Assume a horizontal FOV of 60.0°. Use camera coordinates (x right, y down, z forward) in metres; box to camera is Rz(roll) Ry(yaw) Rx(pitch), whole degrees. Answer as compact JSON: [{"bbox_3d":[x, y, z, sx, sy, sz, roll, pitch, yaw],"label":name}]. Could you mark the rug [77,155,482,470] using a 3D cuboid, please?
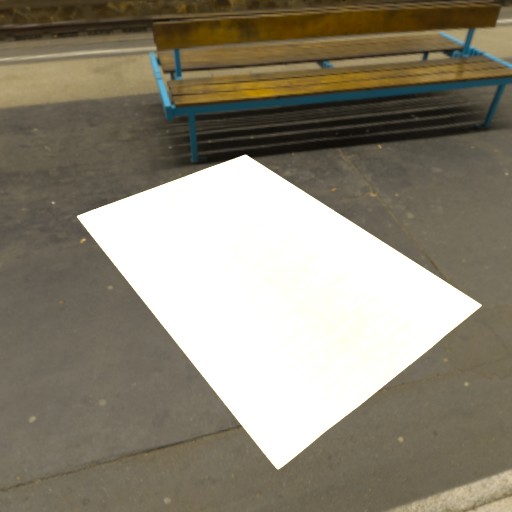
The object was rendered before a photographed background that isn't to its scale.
[{"bbox_3d":[0.000,0.000,2.328,1.234,0.006,1.850,-27,47,-28],"label":"rug"}]
